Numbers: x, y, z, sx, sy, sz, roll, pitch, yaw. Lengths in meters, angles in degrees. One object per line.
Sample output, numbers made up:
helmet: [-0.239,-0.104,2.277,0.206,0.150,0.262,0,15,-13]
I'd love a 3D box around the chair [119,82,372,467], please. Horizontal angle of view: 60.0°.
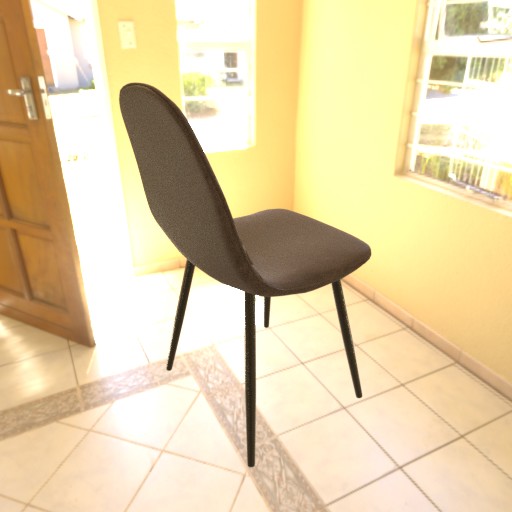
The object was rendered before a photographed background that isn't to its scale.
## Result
chair: [0.000,0.000,1.184,0.561,0.889,0.472,-18,31,-33]
